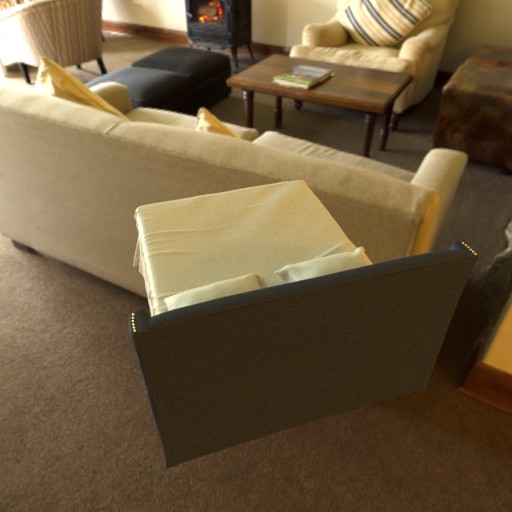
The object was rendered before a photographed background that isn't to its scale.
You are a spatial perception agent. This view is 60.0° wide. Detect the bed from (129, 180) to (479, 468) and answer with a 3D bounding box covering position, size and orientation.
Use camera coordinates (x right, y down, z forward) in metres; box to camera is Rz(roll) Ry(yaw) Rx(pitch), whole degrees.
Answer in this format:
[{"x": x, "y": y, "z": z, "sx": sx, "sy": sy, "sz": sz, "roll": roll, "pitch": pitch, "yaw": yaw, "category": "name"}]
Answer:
[{"x": 0.000, "y": 0.000, "z": 3.472, "sx": 1.925, "sy": 1.332, "sz": 2.276, "roll": -11, "pitch": 40, "yaw": -14, "category": "bed"}]
